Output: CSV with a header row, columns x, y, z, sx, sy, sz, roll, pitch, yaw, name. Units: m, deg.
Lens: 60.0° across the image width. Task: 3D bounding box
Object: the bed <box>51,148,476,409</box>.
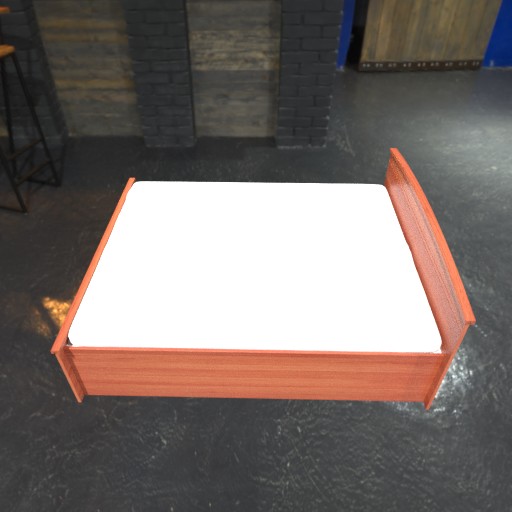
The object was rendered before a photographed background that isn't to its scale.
x,y,z,sx,sy,sz,roll,pitch,yaw,name
0.000,0.000,2.917,2.053,0.848,1.683,1,41,1,bed
